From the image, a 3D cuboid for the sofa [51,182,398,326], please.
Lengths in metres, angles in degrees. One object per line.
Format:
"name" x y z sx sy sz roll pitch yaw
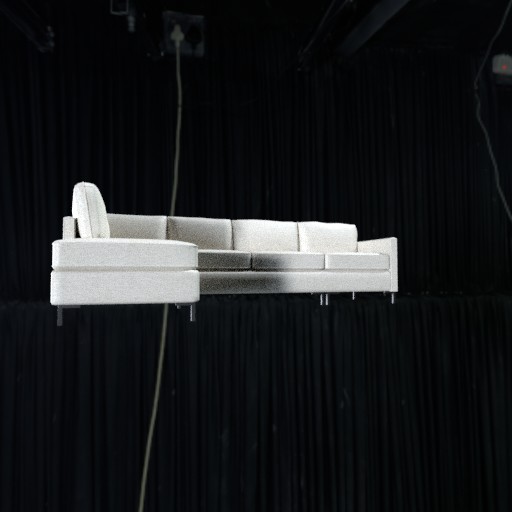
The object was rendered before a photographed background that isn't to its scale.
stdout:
"sofa" 0.000 0.000 4.266 3.384 0.996 2.048 1 -2 -18
